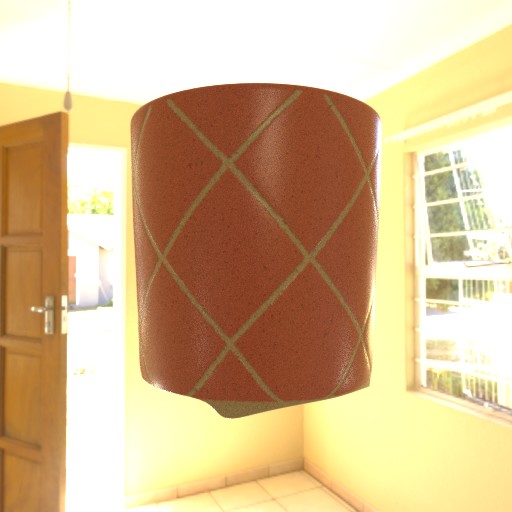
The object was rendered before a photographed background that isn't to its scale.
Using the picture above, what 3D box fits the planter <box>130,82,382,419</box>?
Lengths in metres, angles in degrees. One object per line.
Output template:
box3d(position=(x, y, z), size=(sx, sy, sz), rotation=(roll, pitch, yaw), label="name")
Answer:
box3d(position=(0.000, 0.000, 0.414), size=(0.227, 0.235, 0.227), rotation=(0, -1, 0), label="planter")
